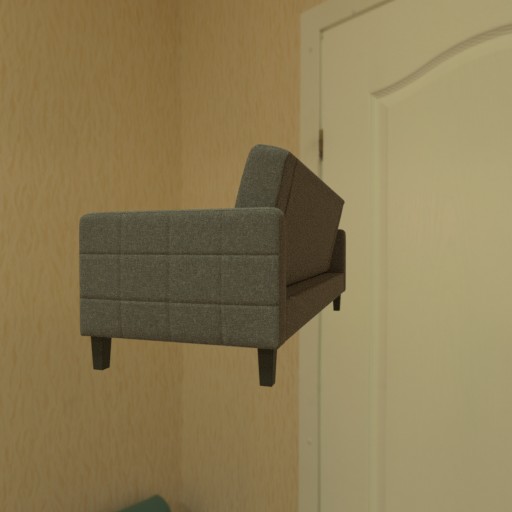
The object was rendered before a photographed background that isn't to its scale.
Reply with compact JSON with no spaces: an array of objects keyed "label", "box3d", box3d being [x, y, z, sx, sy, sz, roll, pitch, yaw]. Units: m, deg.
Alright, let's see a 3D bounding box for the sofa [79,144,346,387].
[{"label":"sofa","box3d":[0.000,0.000,2.523,0.810,0.850,2.040,0,1,18]}]
